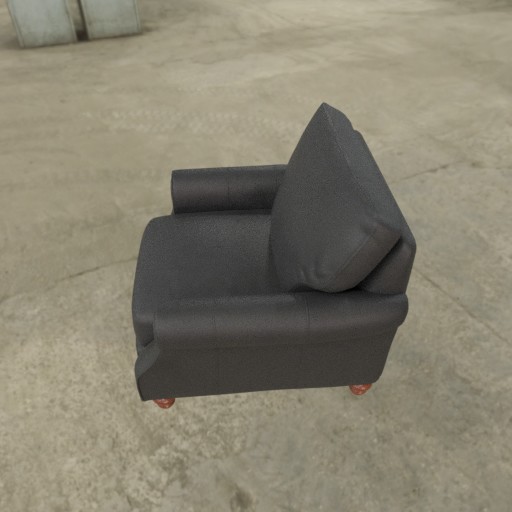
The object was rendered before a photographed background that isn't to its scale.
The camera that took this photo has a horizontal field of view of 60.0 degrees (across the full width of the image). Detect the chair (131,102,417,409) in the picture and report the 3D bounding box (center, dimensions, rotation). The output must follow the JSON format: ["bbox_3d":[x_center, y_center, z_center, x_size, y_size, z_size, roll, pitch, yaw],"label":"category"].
[{"bbox_3d":[0.000,0.000,1.804,1.027,0.960,1.015,1,42,1],"label":"chair"}]
